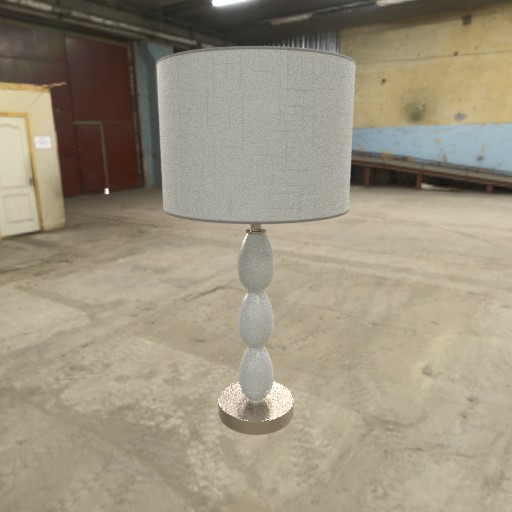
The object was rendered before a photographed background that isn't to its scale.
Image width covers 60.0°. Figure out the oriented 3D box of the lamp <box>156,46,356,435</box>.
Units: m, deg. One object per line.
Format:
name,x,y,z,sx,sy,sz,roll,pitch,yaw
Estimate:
lamp,0.000,0.000,0.703,0.280,0.559,0.282,-7,16,-26
